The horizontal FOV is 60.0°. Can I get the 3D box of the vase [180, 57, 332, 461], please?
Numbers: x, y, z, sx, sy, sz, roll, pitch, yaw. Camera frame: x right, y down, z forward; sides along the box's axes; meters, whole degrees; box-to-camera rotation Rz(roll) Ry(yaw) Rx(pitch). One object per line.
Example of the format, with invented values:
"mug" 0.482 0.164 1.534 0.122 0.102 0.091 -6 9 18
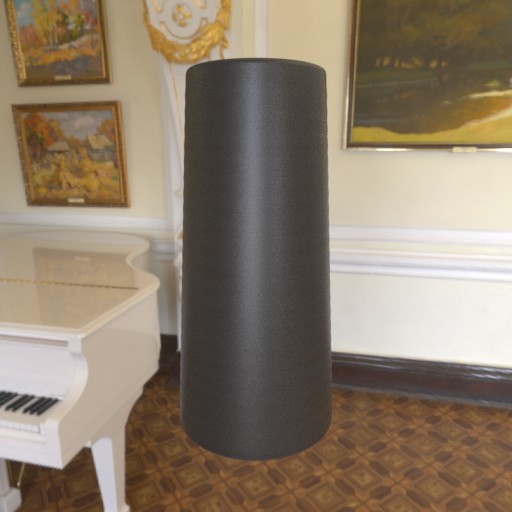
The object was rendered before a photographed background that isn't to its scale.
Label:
"vase" 0.000 0.000 0.370 0.136 0.289 0.136 6 15 25
